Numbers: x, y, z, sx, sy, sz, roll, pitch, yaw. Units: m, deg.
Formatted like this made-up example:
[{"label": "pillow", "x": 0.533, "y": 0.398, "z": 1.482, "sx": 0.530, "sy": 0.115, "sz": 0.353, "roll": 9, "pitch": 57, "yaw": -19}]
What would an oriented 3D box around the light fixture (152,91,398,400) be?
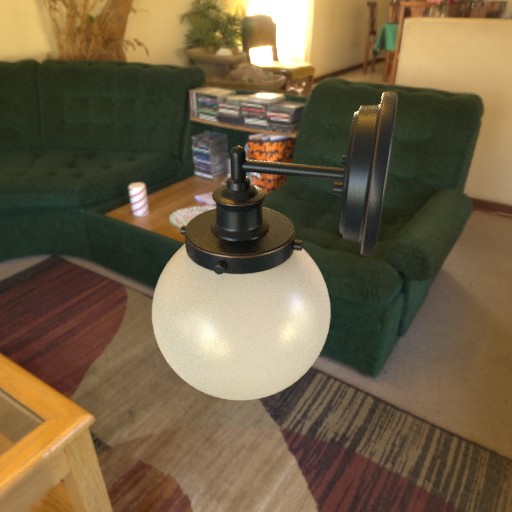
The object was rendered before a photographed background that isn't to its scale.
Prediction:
[{"label": "light fixture", "x": 0.000, "y": 0.000, "z": 0.458, "sx": 0.230, "sy": 0.332, "sz": 0.197, "roll": 8, "pitch": 32, "yaw": 13}]
